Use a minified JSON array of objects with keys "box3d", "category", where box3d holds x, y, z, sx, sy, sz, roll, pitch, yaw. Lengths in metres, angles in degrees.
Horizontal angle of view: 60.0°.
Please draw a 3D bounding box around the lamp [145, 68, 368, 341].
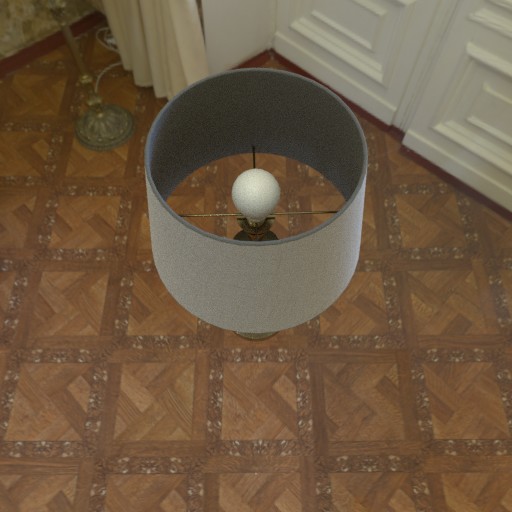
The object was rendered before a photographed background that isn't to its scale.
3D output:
[{"box3d":[0.000,0.000,0.731,0.309,0.545,0.309,0,64,0],"category":"lamp"}]
